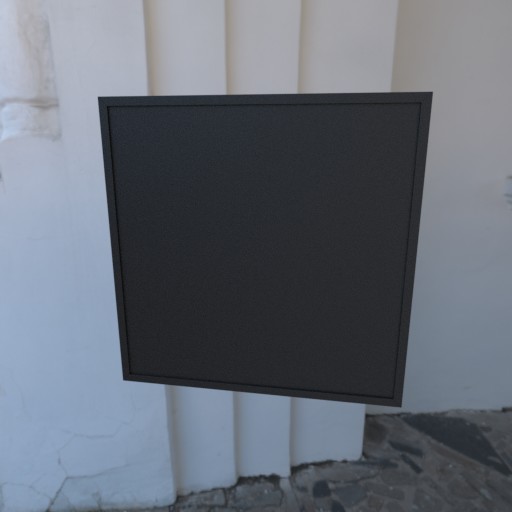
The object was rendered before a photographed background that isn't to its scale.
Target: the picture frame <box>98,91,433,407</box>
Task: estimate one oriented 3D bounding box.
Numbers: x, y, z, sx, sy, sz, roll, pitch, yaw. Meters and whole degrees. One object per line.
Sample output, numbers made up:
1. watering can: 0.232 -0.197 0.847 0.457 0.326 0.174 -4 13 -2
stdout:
1. picture frame: 0.000 0.000 1.130 0.775 0.775 0.032 3 16 9
